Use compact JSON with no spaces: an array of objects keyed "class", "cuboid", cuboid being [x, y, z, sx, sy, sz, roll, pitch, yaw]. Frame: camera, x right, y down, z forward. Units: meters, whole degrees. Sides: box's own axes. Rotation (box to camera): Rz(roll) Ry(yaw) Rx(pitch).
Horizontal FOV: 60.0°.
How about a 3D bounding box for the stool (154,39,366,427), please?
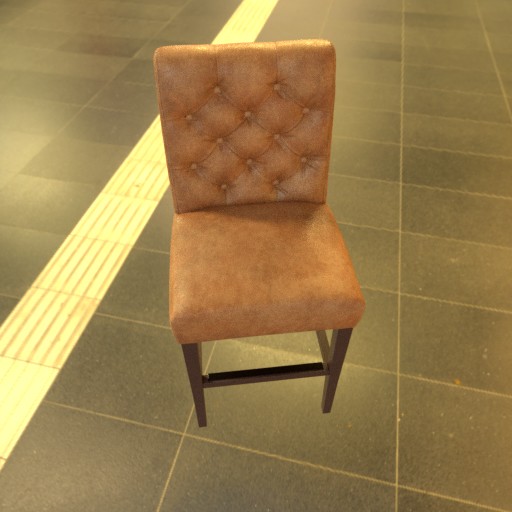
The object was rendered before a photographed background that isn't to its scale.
[{"class":"stool","cuboid":[0.000,0.000,1.334,0.493,1.047,0.601,-5,47,-4]}]
